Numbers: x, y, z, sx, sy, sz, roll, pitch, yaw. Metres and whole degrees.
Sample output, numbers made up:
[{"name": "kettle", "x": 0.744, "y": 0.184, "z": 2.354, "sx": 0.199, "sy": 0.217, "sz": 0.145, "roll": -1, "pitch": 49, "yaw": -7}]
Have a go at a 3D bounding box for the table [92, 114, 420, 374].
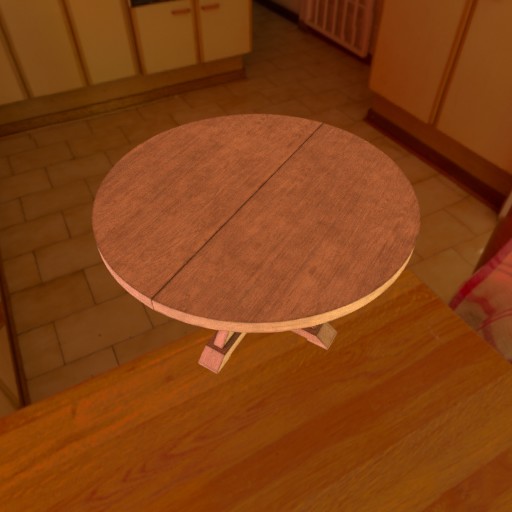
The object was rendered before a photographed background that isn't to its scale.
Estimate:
[{"name": "table", "x": 0.000, "y": 0.000, "z": 2.172, "sx": 1.363, "sy": 0.781, "sz": 1.363, "roll": 0, "pitch": 46, "yaw": 0}]
